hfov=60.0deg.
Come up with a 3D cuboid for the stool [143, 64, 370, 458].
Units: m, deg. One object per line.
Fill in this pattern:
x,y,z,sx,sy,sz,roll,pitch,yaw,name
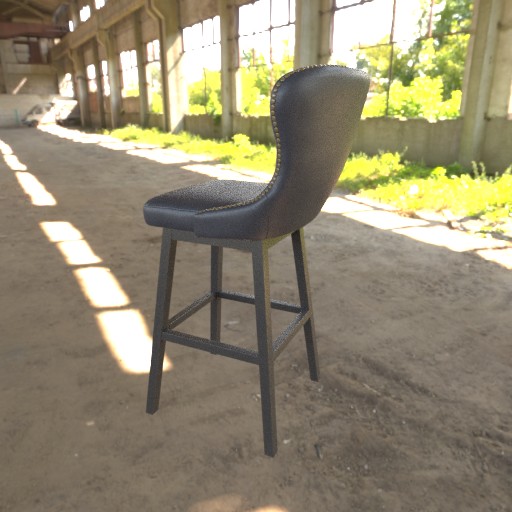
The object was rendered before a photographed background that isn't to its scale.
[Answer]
0.000,0.000,1.367,0.601,1.050,0.528,9,21,24,stool
